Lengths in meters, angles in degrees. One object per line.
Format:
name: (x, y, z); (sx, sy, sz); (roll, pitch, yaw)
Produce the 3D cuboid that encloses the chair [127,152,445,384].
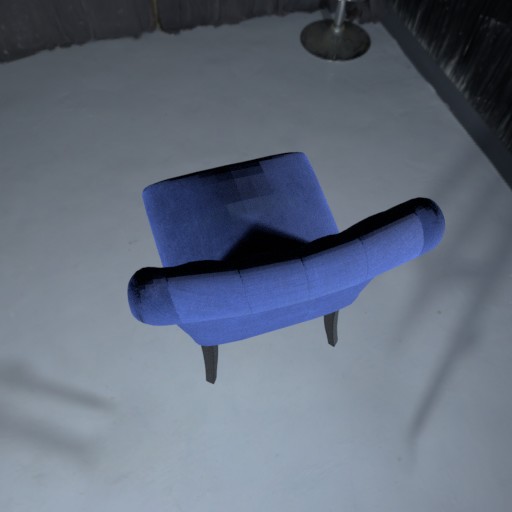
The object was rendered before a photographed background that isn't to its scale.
chair: (0.000, 0.000, 1.193); (0.585, 0.753, 0.606); (-15, 59, -9)
